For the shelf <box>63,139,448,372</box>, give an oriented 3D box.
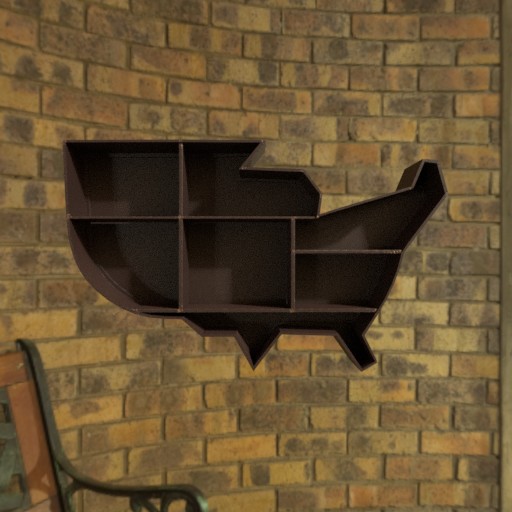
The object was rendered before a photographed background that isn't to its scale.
[{"bbox_3d":[0.000,0.000,0.893,0.729,0.439,0.112,0,0,-1],"label":"shelf"}]
